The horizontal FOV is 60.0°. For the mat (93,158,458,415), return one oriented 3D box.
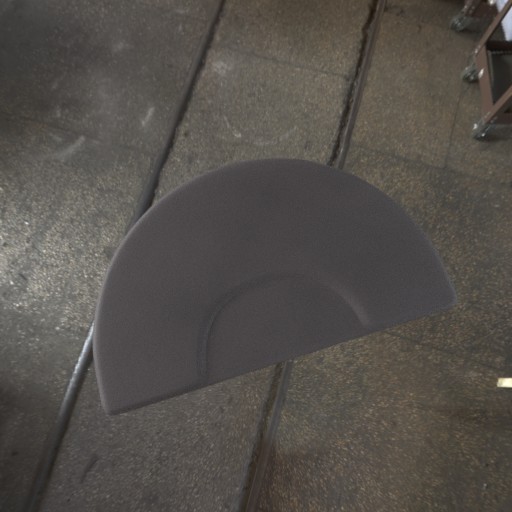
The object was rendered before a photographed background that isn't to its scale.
[{"bbox_3d":[0.000,0.000,1.913,1.525,0.022,0.917,-17,75,-5],"label":"mat"}]
